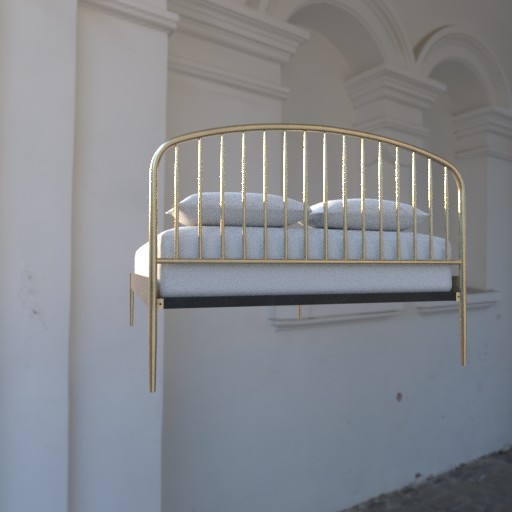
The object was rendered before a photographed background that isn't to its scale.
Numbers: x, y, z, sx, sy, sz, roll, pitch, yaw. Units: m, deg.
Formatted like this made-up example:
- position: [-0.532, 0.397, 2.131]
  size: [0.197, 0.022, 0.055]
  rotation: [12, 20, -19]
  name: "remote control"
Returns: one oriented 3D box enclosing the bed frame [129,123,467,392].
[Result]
- position: [0.000, 0.000, 3.076]
  size: [1.612, 1.175, 2.152]
  rotation: [0, -2, -18]
  name: "bed frame"
